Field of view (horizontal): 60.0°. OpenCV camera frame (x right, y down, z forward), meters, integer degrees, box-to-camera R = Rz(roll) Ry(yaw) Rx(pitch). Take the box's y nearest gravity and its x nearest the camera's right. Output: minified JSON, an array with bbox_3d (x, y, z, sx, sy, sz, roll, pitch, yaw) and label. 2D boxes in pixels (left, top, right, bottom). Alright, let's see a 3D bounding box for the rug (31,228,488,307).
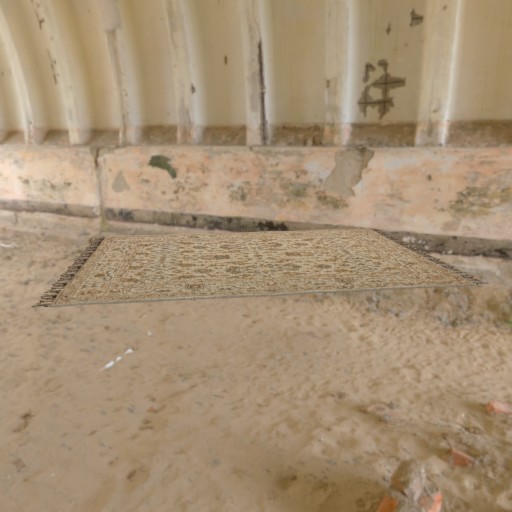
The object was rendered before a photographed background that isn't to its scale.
[{"bbox_3d":[0.000,0.000,3.046,2.434,0.027,1.529,-2,15,-8],"label":"rug"}]
